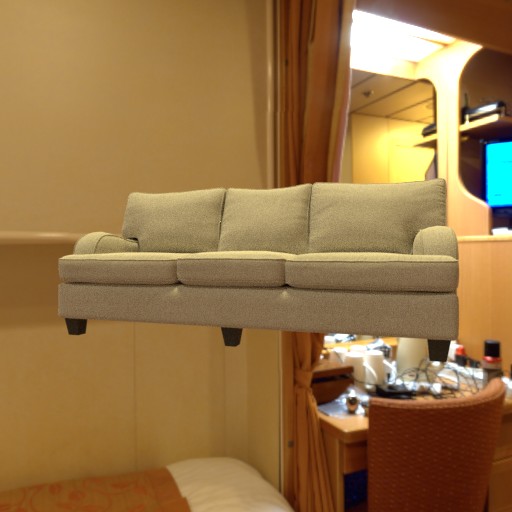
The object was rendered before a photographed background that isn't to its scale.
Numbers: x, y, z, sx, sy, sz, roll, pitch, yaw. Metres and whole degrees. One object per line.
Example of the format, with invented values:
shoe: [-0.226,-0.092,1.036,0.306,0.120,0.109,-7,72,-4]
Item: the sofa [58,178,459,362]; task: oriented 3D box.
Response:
sofa: [0.000,0.000,2.851,2.323,0.991,1.016,0,0,19]
